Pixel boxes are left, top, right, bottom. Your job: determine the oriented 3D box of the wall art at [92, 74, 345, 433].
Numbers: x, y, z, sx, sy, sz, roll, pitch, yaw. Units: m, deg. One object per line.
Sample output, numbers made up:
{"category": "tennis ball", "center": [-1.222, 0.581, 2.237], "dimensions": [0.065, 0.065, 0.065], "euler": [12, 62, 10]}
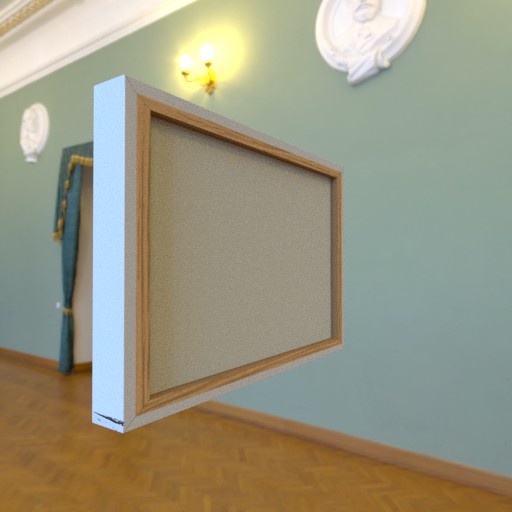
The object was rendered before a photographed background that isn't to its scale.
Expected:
{"category": "wall art", "center": [0.000, 0.000, 0.485], "dimensions": [0.038, 0.259, 0.381], "euler": [-1, -1, 36]}
